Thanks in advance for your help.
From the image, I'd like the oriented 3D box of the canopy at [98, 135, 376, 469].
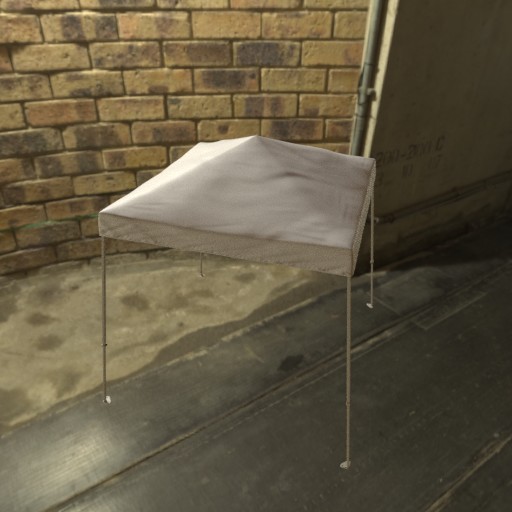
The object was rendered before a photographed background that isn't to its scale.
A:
[{"bbox_3d":[0.000,0.000,6.618,3.600,3.600,3.599,9,32,15],"label":"canopy"}]
